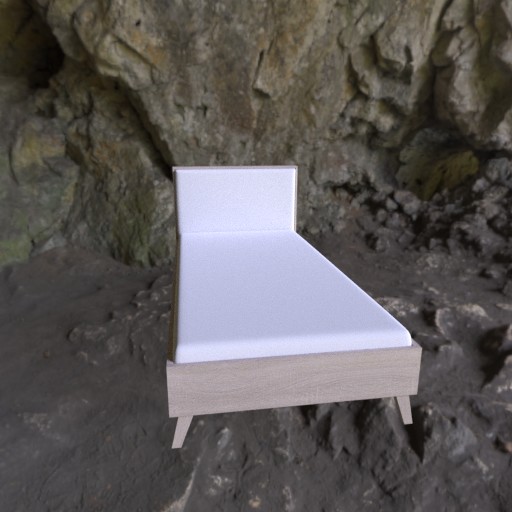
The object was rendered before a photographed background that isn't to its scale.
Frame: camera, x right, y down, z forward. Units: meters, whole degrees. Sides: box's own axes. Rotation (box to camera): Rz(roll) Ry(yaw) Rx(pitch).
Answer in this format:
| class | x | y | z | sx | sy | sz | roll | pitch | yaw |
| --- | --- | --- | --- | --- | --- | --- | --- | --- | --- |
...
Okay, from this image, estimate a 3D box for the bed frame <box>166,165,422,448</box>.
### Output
| class | x | y | z | sx | sy | sz | roll | pitch | yaw |
| --- | --- | --- | --- | --- | --- | --- | --- | --- | --- |
| bed frame | 0.000 | 0.000 | 2.661 | 0.990 | 0.920 | 2.140 | -2 | 15 | -9 |
